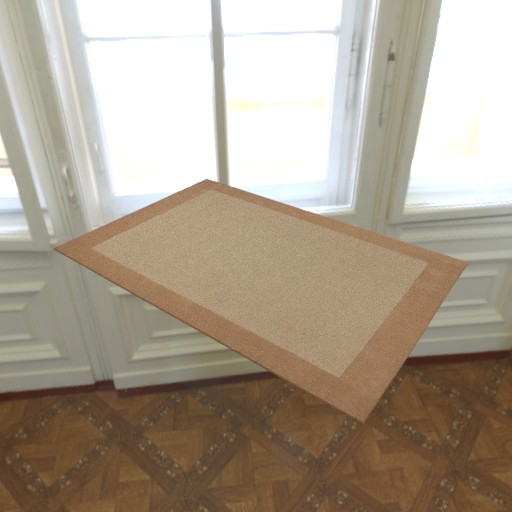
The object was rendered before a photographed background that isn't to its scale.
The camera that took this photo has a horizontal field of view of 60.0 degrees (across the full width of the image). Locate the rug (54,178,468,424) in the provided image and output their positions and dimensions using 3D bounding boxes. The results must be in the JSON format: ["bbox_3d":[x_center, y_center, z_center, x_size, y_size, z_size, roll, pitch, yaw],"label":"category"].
[{"bbox_3d":[0.000,0.000,2.345,1.829,0.014,1.219,22,39,31],"label":"rug"}]
